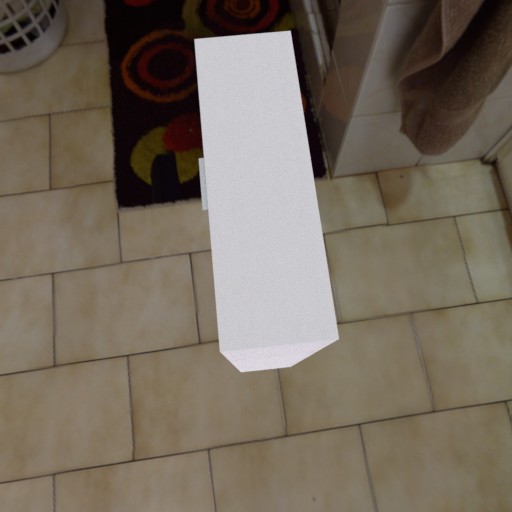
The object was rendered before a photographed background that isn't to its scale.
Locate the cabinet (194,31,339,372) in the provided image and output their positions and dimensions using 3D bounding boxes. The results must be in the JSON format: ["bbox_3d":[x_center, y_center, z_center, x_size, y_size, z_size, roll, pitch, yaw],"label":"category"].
[{"bbox_3d":[0.000,0.000,1.589,0.250,1.280,0.750,-6,74,-2],"label":"cabinet"}]
